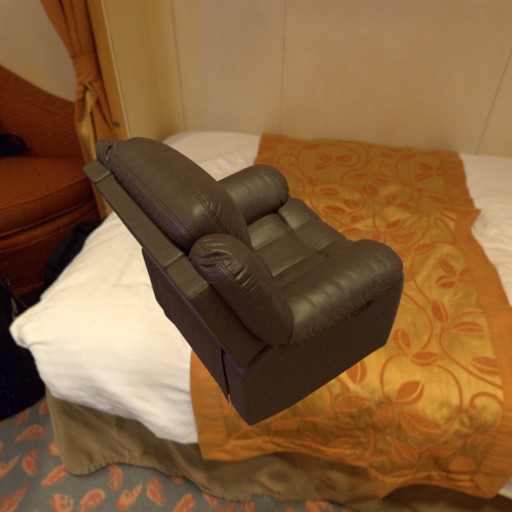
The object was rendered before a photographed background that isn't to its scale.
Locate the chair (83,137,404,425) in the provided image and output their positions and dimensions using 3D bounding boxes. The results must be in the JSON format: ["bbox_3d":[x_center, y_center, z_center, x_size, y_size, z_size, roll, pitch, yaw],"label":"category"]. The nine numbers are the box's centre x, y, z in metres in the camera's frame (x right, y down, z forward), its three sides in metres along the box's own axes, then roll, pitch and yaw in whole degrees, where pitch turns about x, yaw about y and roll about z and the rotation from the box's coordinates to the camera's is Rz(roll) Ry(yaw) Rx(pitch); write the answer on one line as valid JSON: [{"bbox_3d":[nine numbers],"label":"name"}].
[{"bbox_3d":[0.000,0.000,1.731,0.934,1.009,0.899,-24,46,-26],"label":"chair"}]
